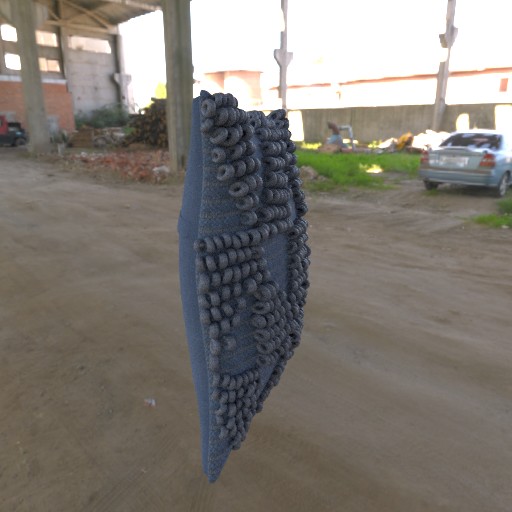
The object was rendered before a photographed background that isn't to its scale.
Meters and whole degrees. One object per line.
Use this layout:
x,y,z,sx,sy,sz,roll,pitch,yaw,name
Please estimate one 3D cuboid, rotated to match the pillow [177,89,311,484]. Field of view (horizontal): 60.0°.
0.000,0.000,0.708,0.172,0.466,0.469,3,16,11,pillow
